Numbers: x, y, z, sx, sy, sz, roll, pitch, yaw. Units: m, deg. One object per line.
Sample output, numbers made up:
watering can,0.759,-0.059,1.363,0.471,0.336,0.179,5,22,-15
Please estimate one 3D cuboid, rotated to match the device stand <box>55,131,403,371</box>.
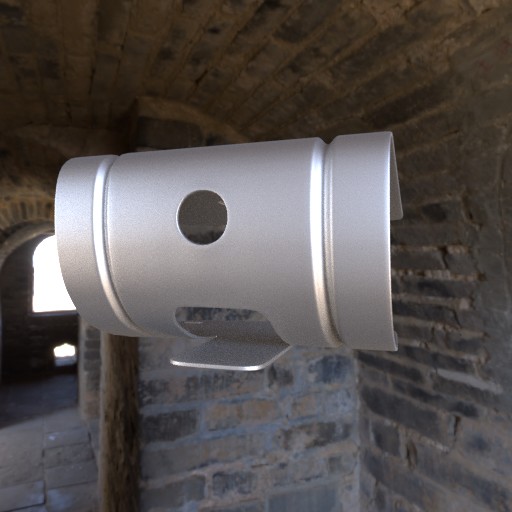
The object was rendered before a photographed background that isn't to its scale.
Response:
device stand,0.000,0.000,0.401,0.256,0.155,0.236,0,-1,17
